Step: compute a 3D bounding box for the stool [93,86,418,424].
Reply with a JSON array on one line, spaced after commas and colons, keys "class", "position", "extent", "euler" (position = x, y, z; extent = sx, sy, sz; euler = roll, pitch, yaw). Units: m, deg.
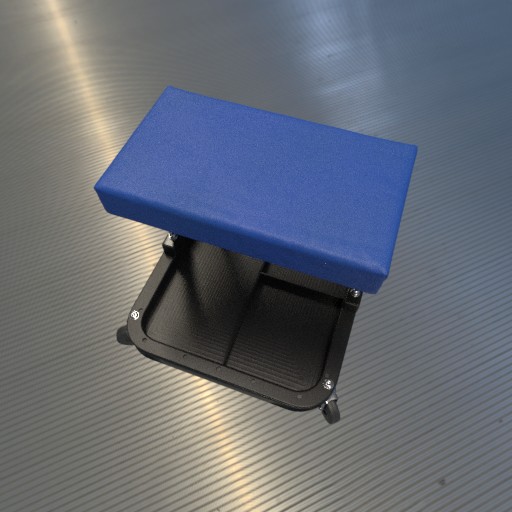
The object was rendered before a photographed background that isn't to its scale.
[{"class": "stool", "position": [0.000, 0.000, 0.714], "extent": [0.446, 0.380, 0.371], "euler": [17, 59, 10]}]
